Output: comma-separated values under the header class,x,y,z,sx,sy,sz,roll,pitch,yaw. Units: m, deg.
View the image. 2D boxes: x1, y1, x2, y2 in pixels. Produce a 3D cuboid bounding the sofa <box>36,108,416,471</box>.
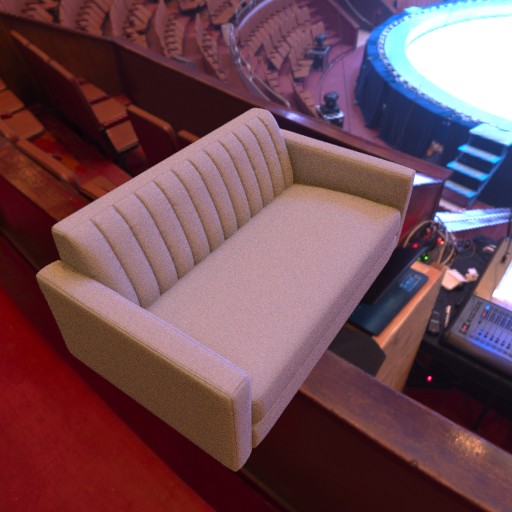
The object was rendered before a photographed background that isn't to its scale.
class,x,y,z,sx,sy,sz,roll,pitch,yaw
sofa,0.000,0.000,2.111,0.950,0.801,1.585,24,47,25
